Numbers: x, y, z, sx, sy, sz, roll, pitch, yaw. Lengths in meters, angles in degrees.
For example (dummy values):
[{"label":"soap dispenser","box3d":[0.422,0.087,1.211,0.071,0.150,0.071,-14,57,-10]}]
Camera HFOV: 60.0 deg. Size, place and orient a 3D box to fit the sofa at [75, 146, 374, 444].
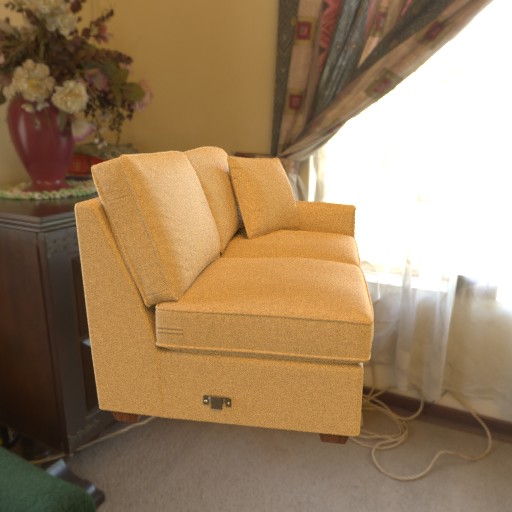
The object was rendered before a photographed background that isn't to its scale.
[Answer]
[{"label":"sofa","box3d":[0.000,0.000,2.085,0.991,0.989,1.388,3,16,9]}]
